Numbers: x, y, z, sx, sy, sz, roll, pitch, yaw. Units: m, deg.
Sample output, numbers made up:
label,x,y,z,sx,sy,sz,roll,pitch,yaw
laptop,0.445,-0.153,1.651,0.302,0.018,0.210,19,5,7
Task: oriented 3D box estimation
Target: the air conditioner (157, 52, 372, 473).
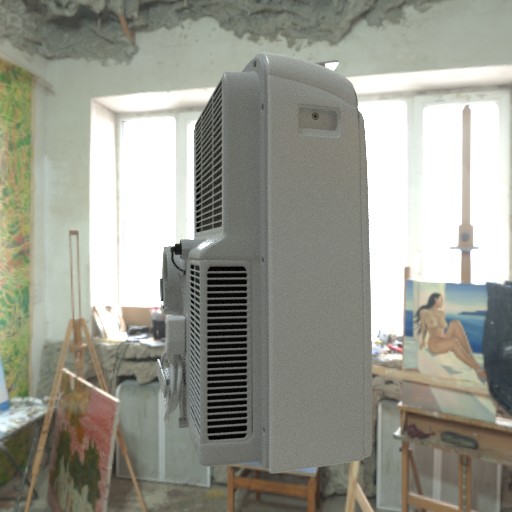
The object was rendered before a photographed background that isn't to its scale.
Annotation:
label,x,y,z,sx,sy,sz,roll,pitch,yaw
air conditioner,0.000,0.000,1.000,0.414,0.786,0.449,0,1,-17
